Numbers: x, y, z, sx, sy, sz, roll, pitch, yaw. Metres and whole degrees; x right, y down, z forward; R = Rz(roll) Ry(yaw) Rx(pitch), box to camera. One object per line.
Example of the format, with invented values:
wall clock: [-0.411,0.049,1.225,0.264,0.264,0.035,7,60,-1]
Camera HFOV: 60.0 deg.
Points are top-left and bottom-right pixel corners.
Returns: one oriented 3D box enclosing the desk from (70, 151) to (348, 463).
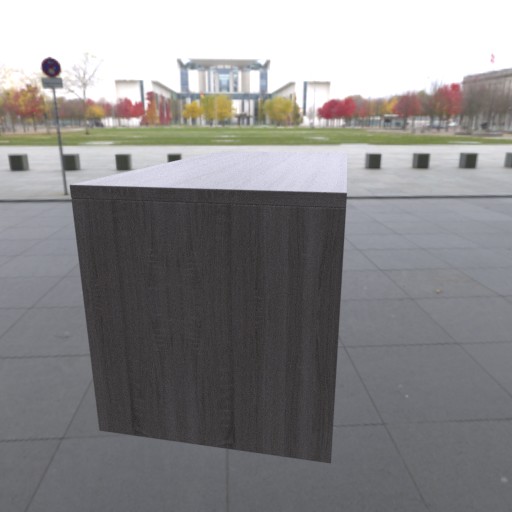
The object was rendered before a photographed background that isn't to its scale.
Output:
desk: [0.000,0.000,1.813,0.690,0.745,1.380,3,17,11]
